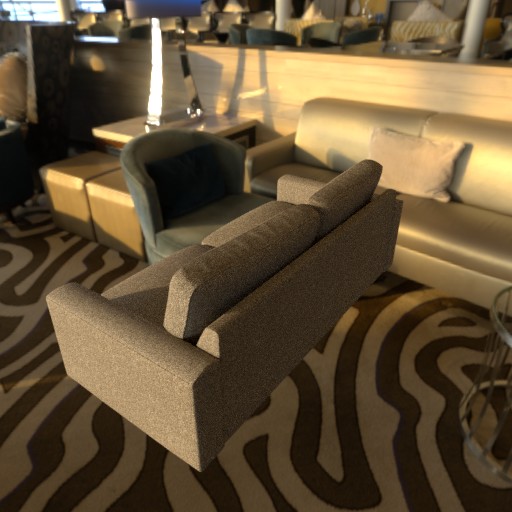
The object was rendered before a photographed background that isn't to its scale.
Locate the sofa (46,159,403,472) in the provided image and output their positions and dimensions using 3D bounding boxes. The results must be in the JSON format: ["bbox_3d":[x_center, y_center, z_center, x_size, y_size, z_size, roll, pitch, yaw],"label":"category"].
[{"bbox_3d":[0.000,0.000,2.709,1.016,0.873,2.179,20,35,31],"label":"sofa"}]
